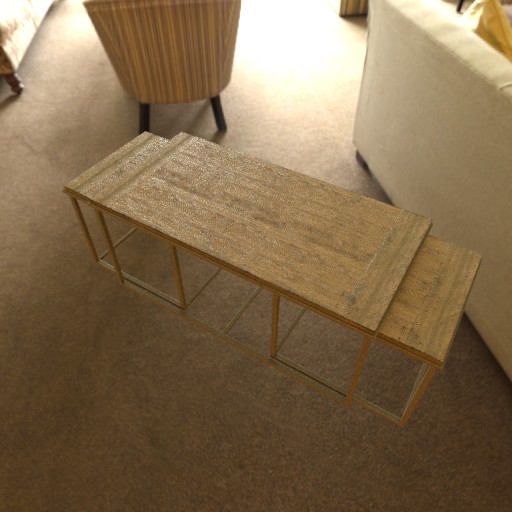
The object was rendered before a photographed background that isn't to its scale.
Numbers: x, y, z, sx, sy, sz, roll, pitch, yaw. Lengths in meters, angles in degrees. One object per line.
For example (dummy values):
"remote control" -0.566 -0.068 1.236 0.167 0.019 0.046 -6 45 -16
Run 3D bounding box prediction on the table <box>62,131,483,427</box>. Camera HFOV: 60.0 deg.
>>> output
"table" 0.000 0.000 1.538 1.312 0.427 0.489 24 51 21
